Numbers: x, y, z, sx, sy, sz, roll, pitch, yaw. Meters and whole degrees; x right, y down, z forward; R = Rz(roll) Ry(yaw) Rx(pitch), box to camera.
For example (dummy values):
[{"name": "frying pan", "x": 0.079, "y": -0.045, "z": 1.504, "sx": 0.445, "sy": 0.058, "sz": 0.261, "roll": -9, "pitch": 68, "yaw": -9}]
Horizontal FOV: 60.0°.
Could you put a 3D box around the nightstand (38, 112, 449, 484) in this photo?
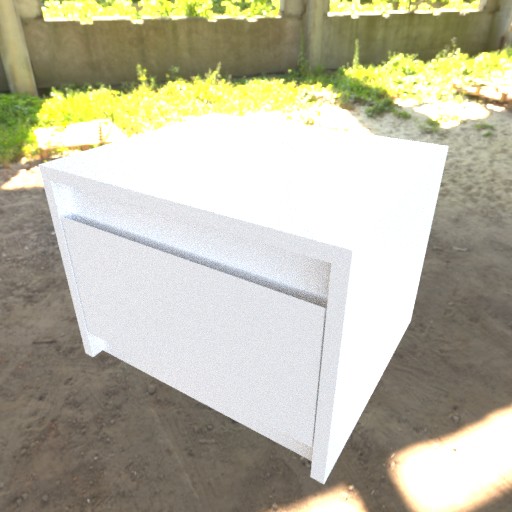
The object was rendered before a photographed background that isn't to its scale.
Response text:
[{"name": "nightstand", "x": 0.000, "y": 0.000, "z": 0.754, "sx": 0.470, "sy": 0.351, "sz": 0.408, "roll": 17, "pitch": 34, "yaw": 28}]
